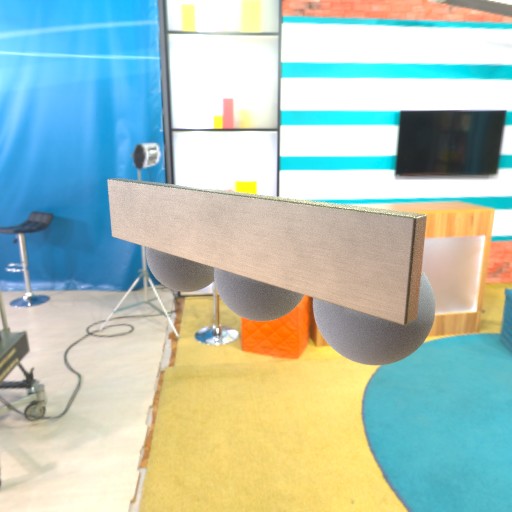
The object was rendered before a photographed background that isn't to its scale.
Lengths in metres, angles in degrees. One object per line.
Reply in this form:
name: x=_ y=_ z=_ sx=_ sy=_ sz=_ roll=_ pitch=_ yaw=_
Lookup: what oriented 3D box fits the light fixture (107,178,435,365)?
light fixture: x=0.000 y=0.000 z=0.850 sx=0.721 sy=0.263 sz=0.218 roll=14 pitch=20 yaw=43
